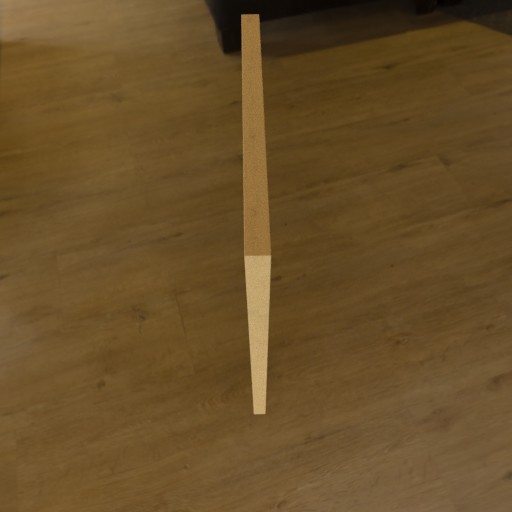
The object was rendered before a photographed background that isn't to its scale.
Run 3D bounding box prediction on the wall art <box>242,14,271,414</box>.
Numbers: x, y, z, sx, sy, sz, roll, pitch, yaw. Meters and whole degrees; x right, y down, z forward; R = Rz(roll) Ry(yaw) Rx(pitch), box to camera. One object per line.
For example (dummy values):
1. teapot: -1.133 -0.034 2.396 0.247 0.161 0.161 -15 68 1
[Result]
1. wall art: 0.000 0.000 0.996 0.039 0.810 0.510 -1 58 -1
